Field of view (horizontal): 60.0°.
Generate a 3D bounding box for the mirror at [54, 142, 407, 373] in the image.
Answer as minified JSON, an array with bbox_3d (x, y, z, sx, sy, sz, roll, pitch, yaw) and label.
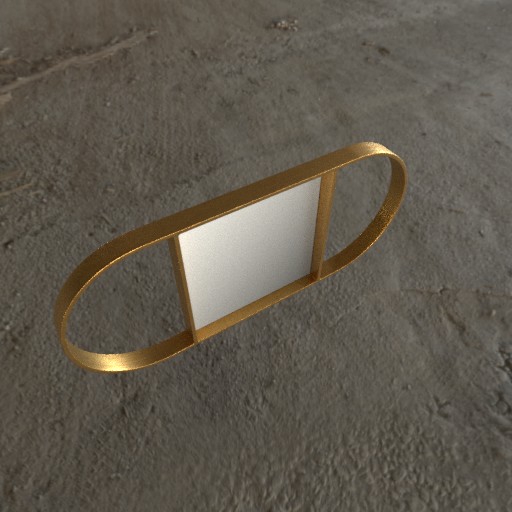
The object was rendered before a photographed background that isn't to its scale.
[{"bbox_3d":[0.000,0.000,0.670,0.584,0.254,0.032,-25,52,-21],"label":"mirror"}]
